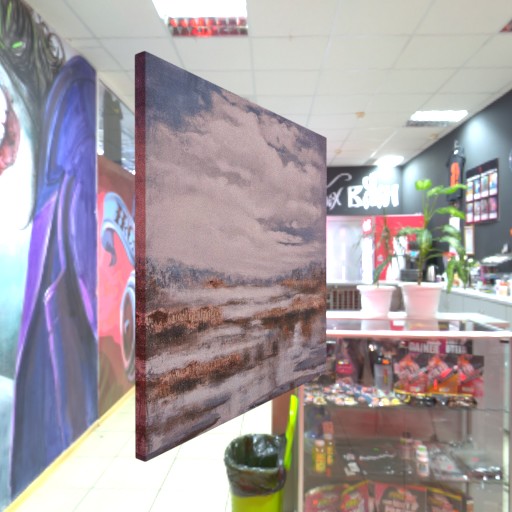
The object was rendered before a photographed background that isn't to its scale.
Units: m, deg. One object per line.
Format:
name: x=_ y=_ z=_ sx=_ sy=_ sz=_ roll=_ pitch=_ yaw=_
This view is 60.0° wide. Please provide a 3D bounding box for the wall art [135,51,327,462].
wall art: x=0.000 y=0.000 z=1.519 sx=0.040 sy=1.020 sz=1.010 roll=0 pitch=0 yaw=35
